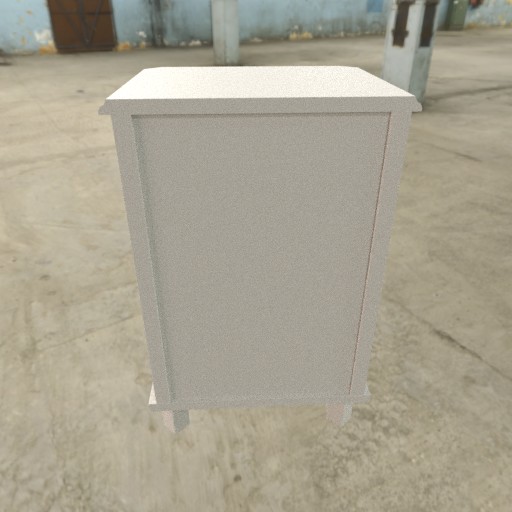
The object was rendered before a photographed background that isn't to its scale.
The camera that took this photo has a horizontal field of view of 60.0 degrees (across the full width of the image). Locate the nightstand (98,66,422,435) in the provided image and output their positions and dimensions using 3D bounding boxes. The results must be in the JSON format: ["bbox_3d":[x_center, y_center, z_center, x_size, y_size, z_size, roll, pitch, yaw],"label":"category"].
[{"bbox_3d":[0.000,0.000,0.906,0.435,0.681,0.351,-2,30,-3],"label":"nightstand"}]
